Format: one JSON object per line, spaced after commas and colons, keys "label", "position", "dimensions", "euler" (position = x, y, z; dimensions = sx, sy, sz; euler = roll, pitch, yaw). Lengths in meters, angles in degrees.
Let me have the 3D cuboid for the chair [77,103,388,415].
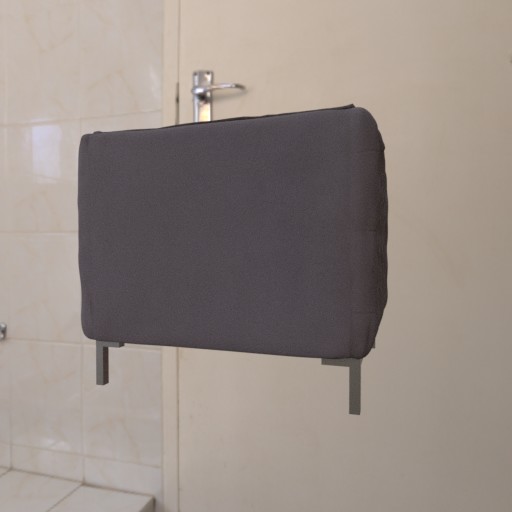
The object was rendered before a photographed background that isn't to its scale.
{"label": "chair", "position": [0.000, 0.000, 1.661], "dimensions": [0.946, 0.807, 0.913], "euler": [0, 1, 18]}
